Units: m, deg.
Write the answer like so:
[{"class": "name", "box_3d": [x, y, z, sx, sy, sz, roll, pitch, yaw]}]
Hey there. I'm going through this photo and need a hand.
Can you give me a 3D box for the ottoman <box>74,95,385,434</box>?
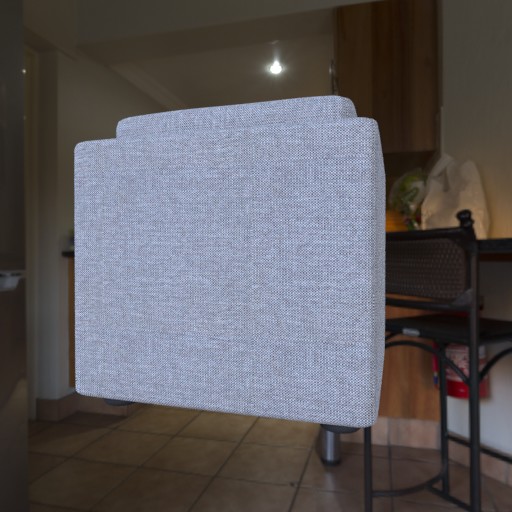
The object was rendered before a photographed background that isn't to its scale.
[{"class": "ottoman", "box_3d": [0.000, 0.000, 0.816, 0.450, 0.460, 0.450, 0, 1, 17]}]
